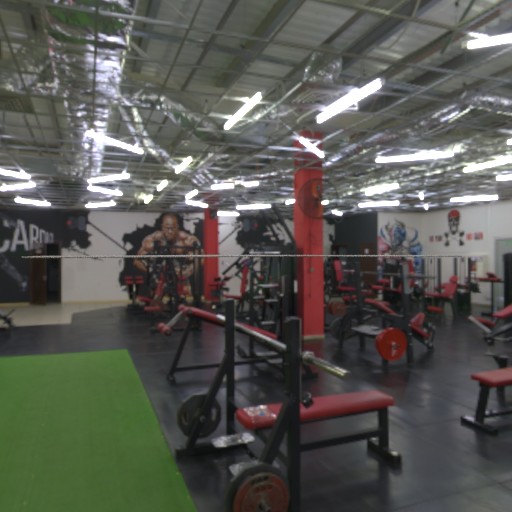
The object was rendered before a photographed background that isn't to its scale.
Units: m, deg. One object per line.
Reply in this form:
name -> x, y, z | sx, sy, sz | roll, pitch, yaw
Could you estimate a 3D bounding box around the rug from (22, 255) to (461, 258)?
rug -> 0.000, 0.000, 2.570 | 2.335, 0.013, 0.697 | 0, 0, -19
